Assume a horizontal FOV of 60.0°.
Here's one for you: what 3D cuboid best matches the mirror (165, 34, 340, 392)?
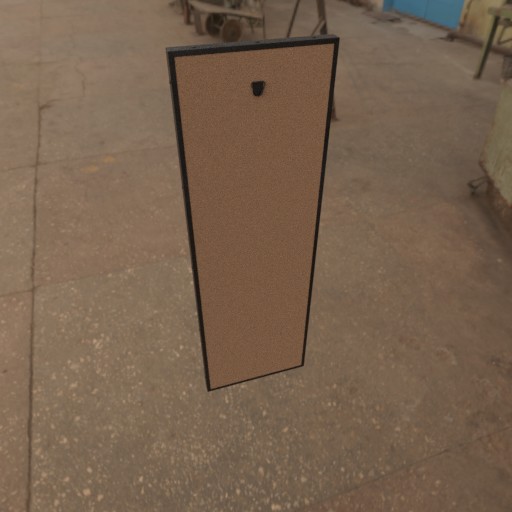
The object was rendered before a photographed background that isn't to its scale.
[{"bbox_3d":[0.000,0.000,1.205,0.354,1.080,0.042,-11,40,-14],"label":"mirror"}]
